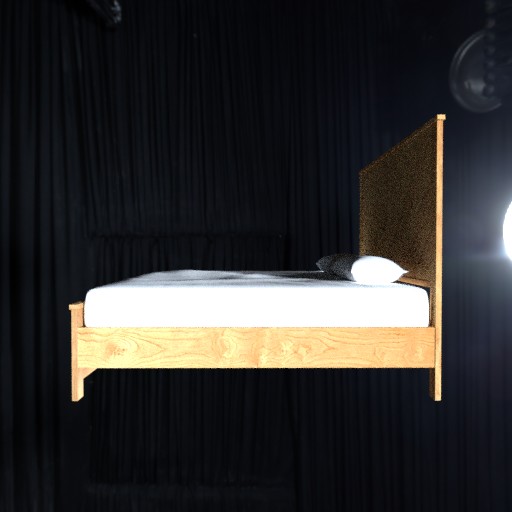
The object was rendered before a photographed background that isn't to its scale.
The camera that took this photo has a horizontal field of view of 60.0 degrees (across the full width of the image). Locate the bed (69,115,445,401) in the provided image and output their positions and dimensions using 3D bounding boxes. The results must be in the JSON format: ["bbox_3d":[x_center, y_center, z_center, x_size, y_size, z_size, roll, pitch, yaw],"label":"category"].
[{"bbox_3d":[0.000,0.000,3.567,2.201,1.686,1.936,0,1,0],"label":"bed"}]
